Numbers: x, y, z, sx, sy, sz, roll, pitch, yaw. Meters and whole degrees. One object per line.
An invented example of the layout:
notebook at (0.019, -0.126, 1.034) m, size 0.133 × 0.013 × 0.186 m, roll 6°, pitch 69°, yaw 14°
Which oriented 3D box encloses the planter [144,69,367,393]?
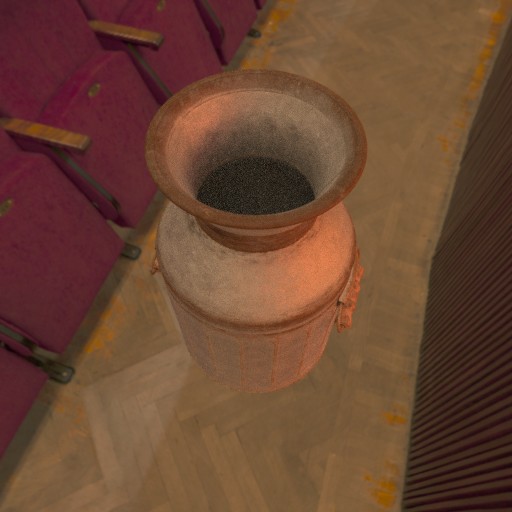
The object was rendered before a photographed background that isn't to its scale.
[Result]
planter at (0.000, 0.000, 0.504) m, size 0.248 × 0.358 × 0.215 m, roll 16°, pitch 59°, yaw 10°
